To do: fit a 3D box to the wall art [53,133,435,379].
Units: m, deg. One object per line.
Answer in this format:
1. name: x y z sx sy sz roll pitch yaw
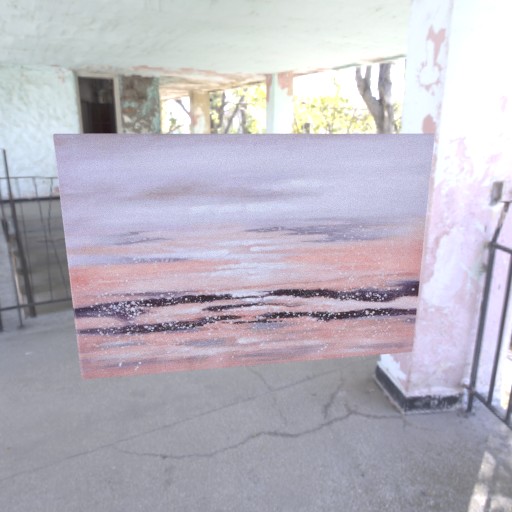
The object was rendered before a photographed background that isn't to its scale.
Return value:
1. wall art: 0.000 0.000 1.145 0.913 0.609 0.038 -3 16 -9
